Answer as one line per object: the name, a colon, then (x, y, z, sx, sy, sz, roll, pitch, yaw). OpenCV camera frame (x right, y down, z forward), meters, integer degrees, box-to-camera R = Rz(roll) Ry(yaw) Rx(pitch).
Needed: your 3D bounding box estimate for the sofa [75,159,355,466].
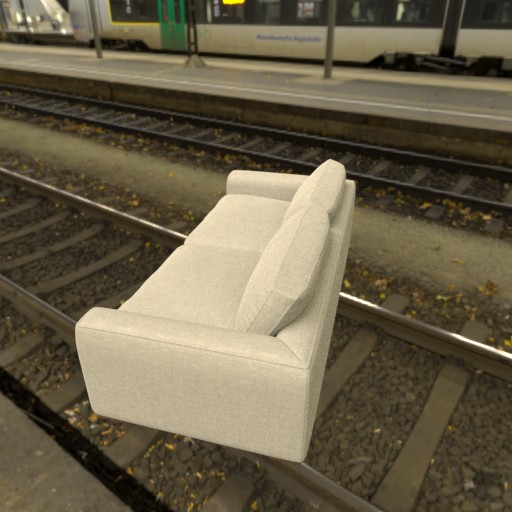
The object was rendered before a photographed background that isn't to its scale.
sofa: (0.000, 0.000, 2.793, 1.070, 0.801, 2.262, 8, 30, 13)
